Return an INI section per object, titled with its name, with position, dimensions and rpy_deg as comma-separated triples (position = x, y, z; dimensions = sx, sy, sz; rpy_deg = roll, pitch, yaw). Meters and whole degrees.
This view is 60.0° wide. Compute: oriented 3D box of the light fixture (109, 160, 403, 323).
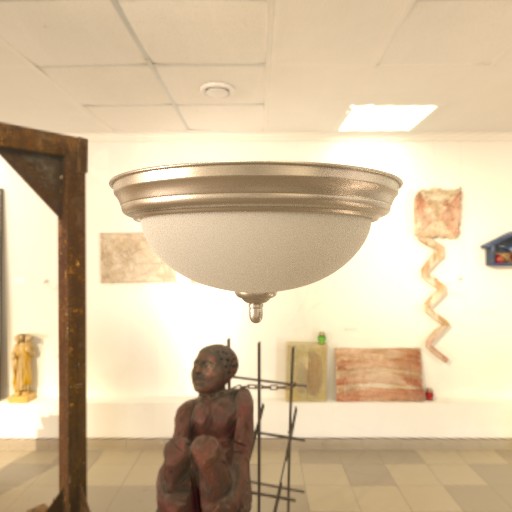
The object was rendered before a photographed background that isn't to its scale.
[light fixture]
position = 0.000, 0.000, 0.444
dimensions = 0.280, 0.135, 0.280
rpy_deg = 0, 1, 0
